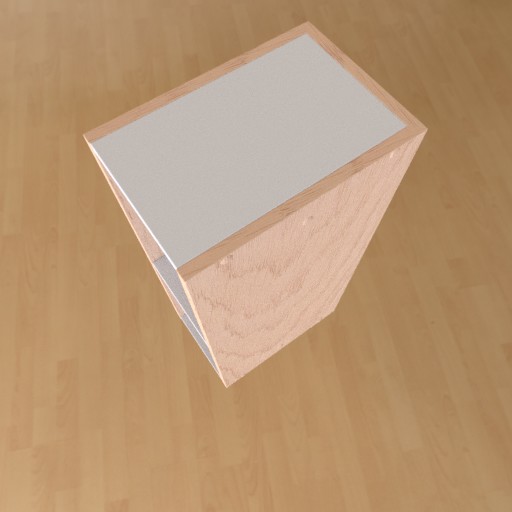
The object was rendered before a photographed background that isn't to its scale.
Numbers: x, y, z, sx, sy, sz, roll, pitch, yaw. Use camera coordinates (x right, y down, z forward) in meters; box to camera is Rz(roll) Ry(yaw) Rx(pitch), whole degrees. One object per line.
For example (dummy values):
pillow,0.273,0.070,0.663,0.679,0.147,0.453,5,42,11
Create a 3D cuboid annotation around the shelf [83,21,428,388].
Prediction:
shelf,0.000,0.000,0.721,0.290,0.600,0.200,-33,69,-14
